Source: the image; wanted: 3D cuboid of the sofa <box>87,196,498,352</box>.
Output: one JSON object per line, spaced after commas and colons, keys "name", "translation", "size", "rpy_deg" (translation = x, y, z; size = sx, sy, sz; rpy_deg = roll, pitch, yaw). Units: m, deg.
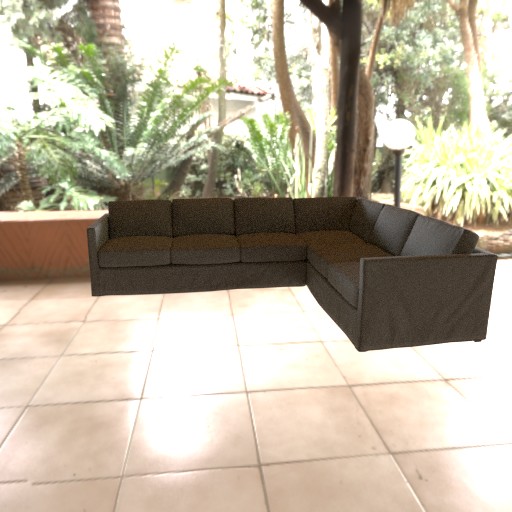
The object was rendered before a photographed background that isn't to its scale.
{"name": "sofa", "translation": [0.000, 0.000, 4.176], "size": [3.182, 0.871, 2.432], "rpy_deg": [-2, 14, -8]}
